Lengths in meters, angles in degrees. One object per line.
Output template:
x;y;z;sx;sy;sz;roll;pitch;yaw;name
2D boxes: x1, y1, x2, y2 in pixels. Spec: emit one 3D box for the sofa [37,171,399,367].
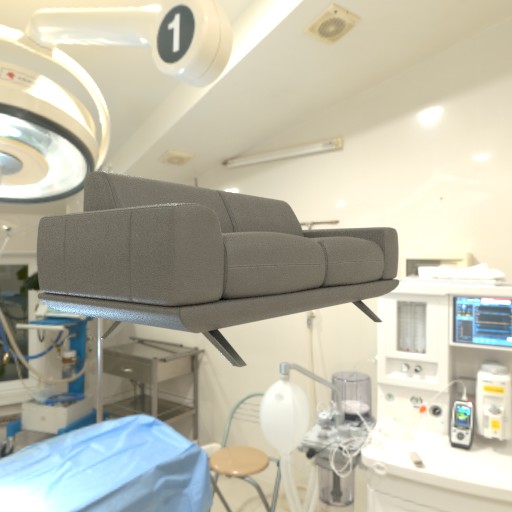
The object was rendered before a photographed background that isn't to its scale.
0.000;0.000;2.337;0.900;0.772;1.901;0;1;38;sofa
